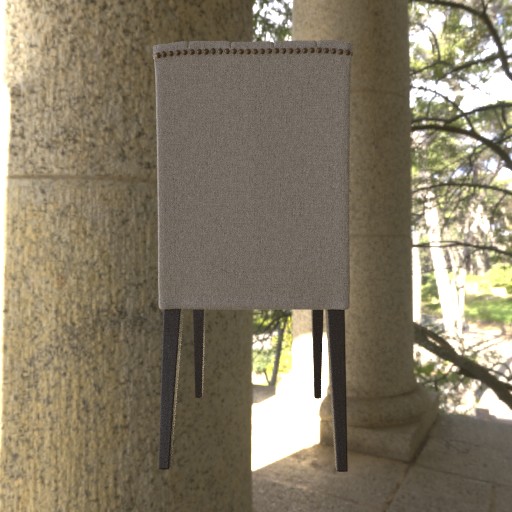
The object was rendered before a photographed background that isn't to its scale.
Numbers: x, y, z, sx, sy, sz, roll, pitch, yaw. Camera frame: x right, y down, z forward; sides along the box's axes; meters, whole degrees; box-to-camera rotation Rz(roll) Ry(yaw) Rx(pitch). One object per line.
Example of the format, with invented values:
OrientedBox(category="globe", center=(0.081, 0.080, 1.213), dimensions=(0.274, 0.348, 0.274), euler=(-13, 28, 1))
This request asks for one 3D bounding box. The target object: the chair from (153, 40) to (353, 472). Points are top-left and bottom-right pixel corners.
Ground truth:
OrientedBox(category="chair", center=(0.000, 0.000, 1.344), dimensions=(0.511, 1.016, 0.647), euler=(0, -1, 2))
